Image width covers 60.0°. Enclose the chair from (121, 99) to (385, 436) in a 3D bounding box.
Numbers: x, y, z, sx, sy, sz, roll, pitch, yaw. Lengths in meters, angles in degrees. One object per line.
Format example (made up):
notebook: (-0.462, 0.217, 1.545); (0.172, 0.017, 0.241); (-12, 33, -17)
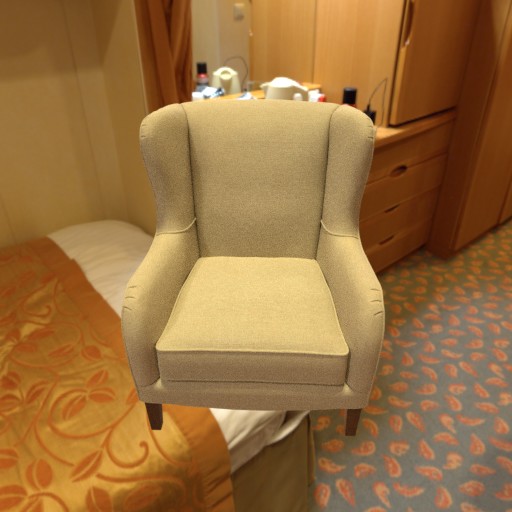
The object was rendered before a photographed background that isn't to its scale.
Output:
chair: (0.000, 0.000, 1.757); (0.838, 1.040, 0.966); (1, 31, 2)
